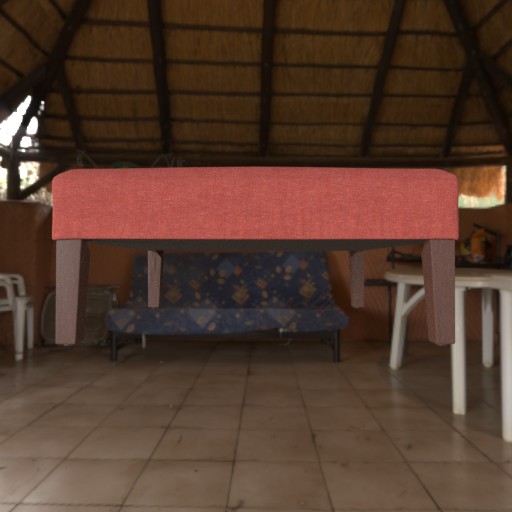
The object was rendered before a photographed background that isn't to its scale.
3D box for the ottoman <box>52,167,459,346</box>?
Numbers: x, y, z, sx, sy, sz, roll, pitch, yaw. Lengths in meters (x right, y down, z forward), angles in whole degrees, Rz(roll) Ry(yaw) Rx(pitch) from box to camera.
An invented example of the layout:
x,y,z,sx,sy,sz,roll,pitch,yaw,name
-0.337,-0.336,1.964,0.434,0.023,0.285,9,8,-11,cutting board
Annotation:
x,y,z,sx,sy,sz,roll,pitch,yaw,name
0.000,0.000,1.399,0.890,0.411,0.889,0,-1,0,ottoman
